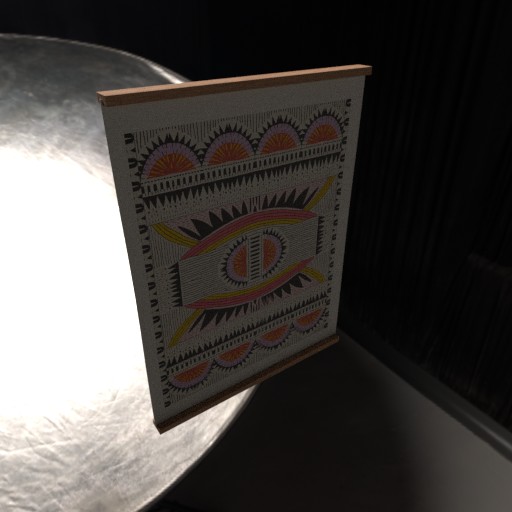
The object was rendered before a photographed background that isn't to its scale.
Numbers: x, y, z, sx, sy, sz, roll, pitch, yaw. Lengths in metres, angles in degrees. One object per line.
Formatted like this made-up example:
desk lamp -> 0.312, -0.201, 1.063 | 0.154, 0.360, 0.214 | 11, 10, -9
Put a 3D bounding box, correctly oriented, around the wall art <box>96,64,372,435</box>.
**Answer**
wall art -> 0.000, 0.000, 0.698 | 0.403, 0.527, 0.028 | -19, 35, -30
